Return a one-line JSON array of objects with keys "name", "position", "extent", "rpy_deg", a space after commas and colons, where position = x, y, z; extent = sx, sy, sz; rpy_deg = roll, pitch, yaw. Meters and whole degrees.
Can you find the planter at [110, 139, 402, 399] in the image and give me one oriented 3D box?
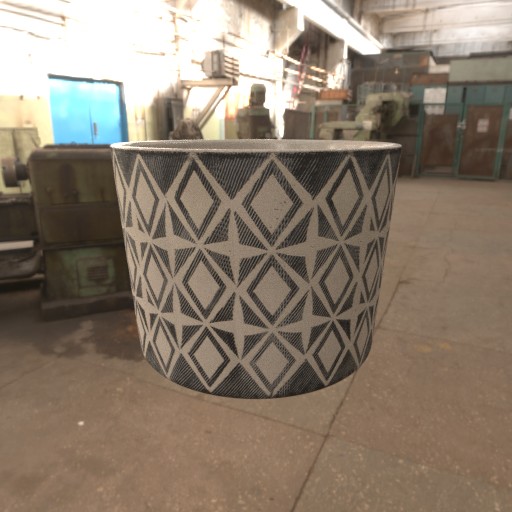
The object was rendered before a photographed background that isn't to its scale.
[{"name": "planter", "position": [0.000, 0.000, 0.444], "extent": [0.260, 0.220, 0.260], "rpy_deg": [0, 16, 0]}]
